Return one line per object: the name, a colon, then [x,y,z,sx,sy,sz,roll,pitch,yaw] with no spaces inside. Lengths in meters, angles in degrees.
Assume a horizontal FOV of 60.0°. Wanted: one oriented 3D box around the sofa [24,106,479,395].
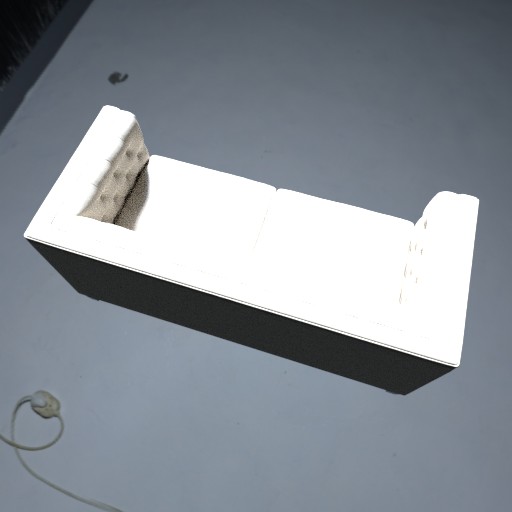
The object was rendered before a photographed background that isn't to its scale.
sofa: [0.000,0.000,2.200,1.778,0.762,0.775,16,65,8]
